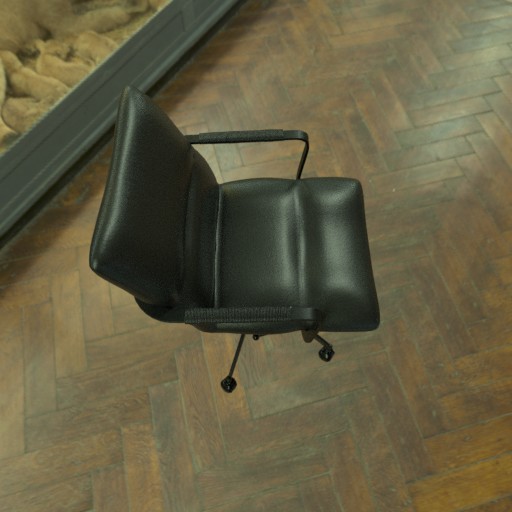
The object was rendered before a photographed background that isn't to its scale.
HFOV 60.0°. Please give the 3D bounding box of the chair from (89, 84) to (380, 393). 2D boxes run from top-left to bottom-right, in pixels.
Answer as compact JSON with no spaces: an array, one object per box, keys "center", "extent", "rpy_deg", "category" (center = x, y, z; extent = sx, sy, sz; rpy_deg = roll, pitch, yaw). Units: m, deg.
[{"center":[0.000,0.000,1.468],"extent":[0.748,0.922,0.719],"rpy_deg":[0,62,0],"category":"chair"}]
